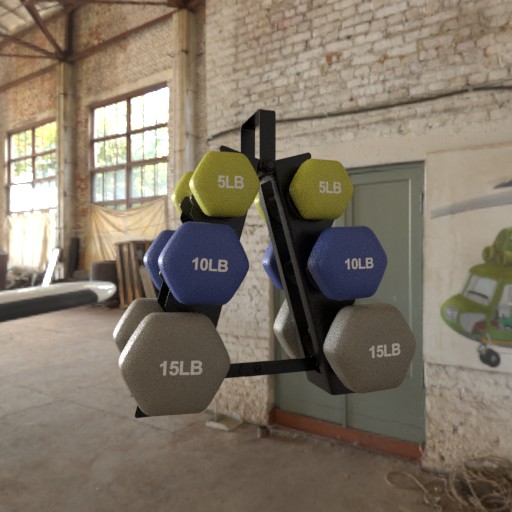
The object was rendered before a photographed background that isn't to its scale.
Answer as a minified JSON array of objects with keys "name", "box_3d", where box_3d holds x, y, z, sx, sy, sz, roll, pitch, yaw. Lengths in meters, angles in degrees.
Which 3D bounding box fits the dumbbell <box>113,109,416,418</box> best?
[{"name":"dumbbell","box_3d":[0.000,0.000,0.684,0.416,0.426,0.261,0,0,-19]}]
